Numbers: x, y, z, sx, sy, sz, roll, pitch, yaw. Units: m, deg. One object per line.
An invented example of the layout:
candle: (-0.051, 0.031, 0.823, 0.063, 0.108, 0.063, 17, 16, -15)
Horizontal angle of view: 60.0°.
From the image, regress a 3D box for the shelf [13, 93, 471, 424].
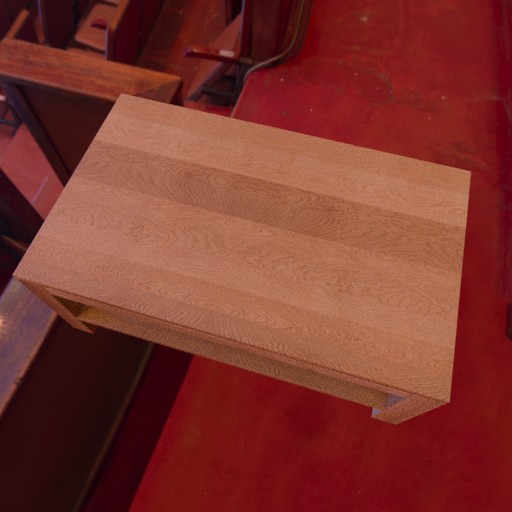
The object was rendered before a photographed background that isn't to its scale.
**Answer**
shelf: (0.000, 0.000, 1.461, 1.150, 0.450, 0.700, 15, 64, 7)
